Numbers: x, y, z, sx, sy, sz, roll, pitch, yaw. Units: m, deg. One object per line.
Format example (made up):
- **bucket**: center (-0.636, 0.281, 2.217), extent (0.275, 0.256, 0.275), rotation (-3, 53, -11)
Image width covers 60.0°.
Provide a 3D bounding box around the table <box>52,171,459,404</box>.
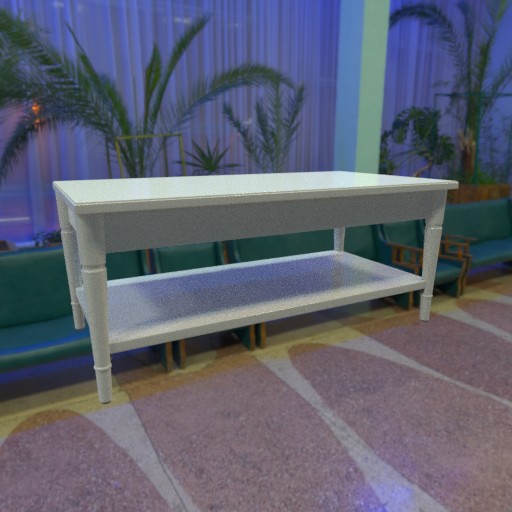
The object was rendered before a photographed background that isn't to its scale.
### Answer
- **table**: center (0.000, 0.000, 1.368), extent (1.067, 0.457, 0.559), rotation (-7, 16, -27)
